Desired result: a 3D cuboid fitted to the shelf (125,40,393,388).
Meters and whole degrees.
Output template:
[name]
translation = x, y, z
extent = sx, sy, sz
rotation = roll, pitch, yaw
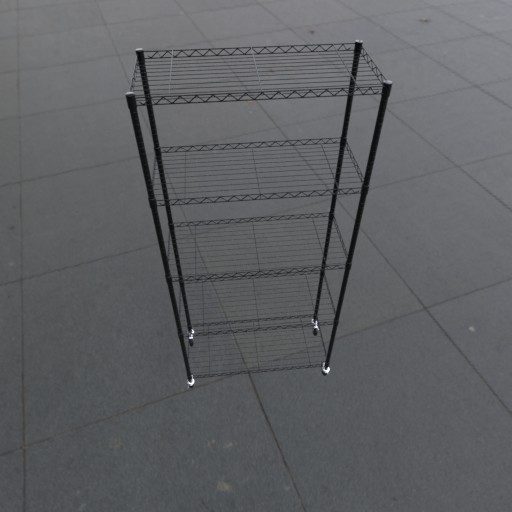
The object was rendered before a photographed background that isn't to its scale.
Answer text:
[shelf]
translation = 0.000, 0.000, 1.924
extent = 0.762, 1.645, 0.356
rotation = -4, 46, -4
